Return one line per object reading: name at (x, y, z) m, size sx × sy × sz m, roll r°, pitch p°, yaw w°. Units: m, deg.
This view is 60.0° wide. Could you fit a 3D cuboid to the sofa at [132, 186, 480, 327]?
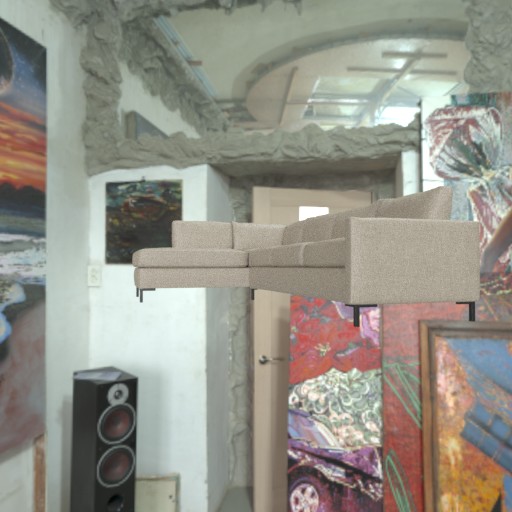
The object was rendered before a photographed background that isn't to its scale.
sofa at (0.000, 0.000, 3.138) m, size 1.617 × 0.703 × 2.423 m, roll 0°, pitch -1°, yaw -17°
